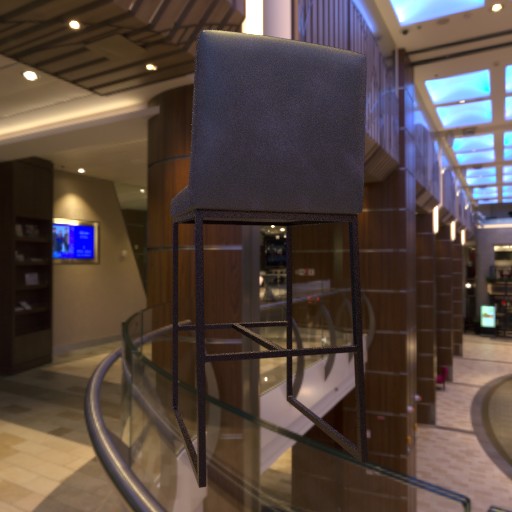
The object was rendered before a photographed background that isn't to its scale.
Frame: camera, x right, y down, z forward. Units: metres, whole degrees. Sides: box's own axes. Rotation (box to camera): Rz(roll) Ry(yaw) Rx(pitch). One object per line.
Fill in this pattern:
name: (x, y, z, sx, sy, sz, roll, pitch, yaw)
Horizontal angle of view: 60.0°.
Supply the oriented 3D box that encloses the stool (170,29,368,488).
stool: (0.000, 0.000, 1.337, 0.463, 1.065, 0.562, 0, -1, -17)
